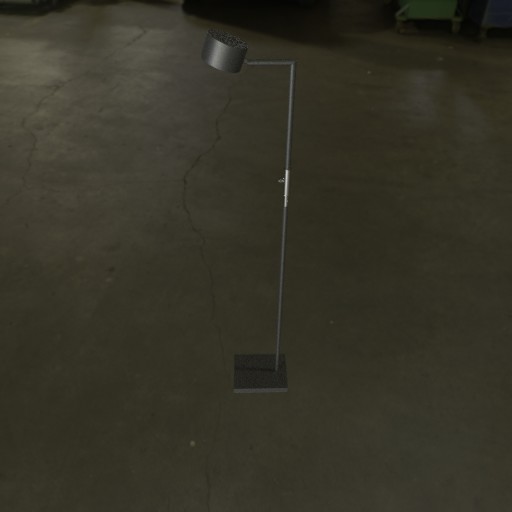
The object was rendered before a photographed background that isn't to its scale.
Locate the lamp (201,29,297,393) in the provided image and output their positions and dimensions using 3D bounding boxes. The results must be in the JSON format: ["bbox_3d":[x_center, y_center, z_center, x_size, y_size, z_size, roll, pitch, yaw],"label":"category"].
[{"bbox_3d":[0.000,0.000,1.710,0.304,1.600,0.203,-1,41,-1],"label":"lamp"}]
